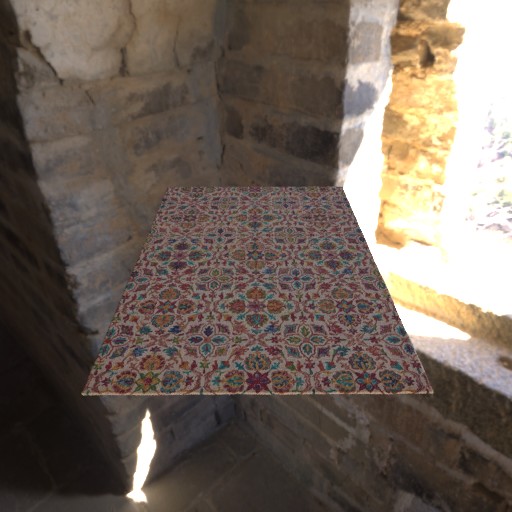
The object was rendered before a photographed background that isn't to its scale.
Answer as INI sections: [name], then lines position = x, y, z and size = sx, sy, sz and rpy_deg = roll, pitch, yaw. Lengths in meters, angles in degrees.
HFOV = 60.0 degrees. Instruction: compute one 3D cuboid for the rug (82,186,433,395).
[rug]
position = 0.000, 0.000, 2.910
size = 1.541, 0.018, 2.297
rpy_deg = 0, 32, 0
